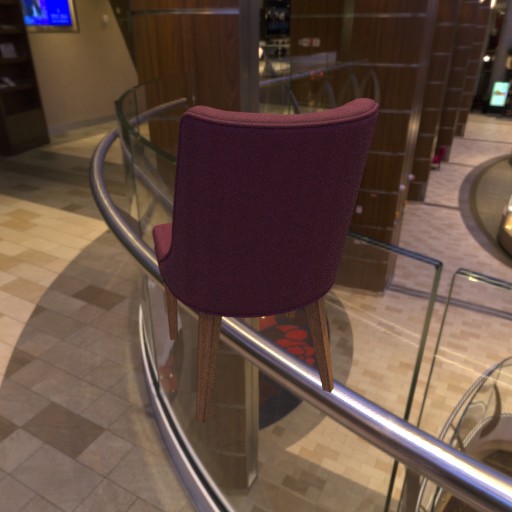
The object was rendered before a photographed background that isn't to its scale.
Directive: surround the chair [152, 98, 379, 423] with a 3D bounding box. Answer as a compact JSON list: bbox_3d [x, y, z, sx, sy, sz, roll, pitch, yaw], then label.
[{"bbox_3d":[0.000,0.000,1.297,0.548,0.916,0.638,-8,28,-15],"label":"chair"}]
